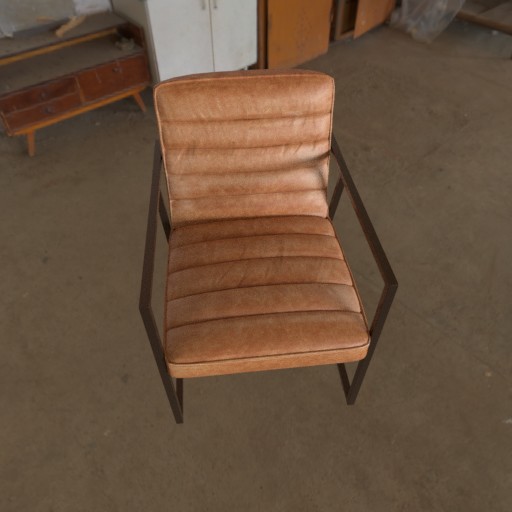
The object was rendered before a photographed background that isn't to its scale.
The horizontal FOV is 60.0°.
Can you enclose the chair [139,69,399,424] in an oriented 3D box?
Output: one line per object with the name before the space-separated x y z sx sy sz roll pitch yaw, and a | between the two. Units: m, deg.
chair | 0.000 0.000 1.305 0.571 0.832 0.677 -5 48 -4
